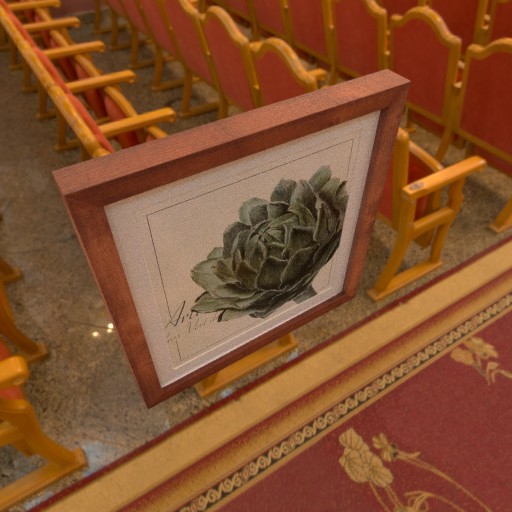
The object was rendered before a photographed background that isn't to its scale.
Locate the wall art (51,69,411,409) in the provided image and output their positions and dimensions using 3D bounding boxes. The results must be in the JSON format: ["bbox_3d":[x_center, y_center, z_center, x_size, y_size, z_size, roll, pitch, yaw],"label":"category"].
[{"bbox_3d":[0.000,0.000,0.575,0.386,0.385,0.038,-24,51,-22],"label":"wall art"}]
